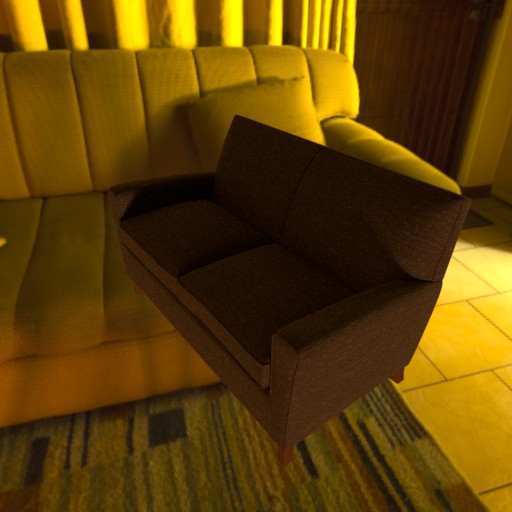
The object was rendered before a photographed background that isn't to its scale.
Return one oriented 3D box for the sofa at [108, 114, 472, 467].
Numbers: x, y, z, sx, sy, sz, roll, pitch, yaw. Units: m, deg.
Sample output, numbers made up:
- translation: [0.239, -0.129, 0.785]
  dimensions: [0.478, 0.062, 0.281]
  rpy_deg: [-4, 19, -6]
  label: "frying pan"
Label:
- translation: [0.000, 0.000, 2.076]
  dimensions: [0.867, 0.905, 1.509]
  rpy_deg: [-21, 38, -30]
  label: "sofa"
